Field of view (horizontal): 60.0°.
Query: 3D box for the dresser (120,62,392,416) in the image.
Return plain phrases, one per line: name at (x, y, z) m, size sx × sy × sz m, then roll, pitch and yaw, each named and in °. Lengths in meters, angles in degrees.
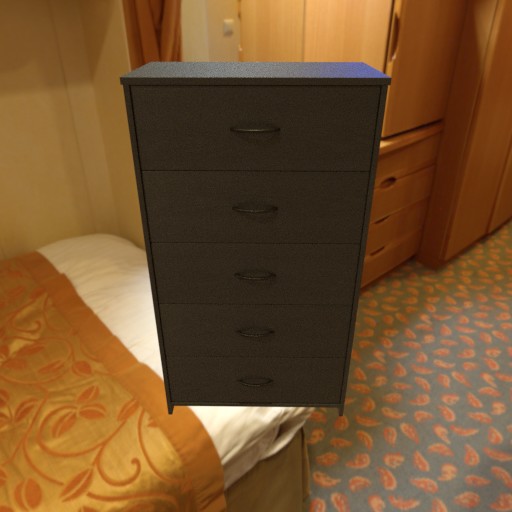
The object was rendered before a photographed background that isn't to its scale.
dresser at (0.000, 0.000, 1.605) m, size 0.704 × 1.255 × 0.399 m, roll 0°, pitch 29°, yaw 1°
